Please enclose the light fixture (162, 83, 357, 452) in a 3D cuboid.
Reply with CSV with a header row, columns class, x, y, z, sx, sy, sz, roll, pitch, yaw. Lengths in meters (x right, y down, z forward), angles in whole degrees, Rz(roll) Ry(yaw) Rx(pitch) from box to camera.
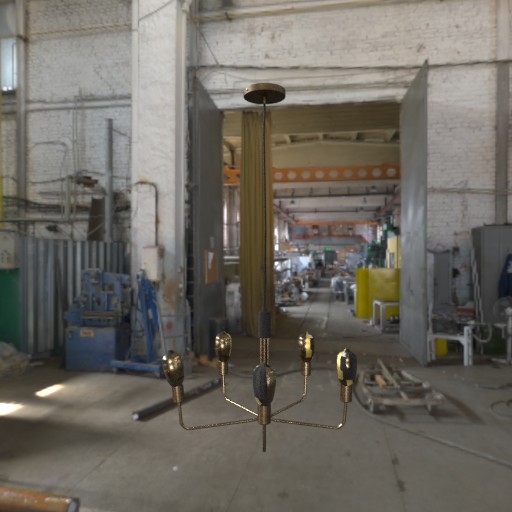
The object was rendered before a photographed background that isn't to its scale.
class,x,y,z,sx,sy,sz,roll,pitch,yaw
light fixture,0.000,0.000,1.434,0.588,1.059,0.532,0,0,-35
